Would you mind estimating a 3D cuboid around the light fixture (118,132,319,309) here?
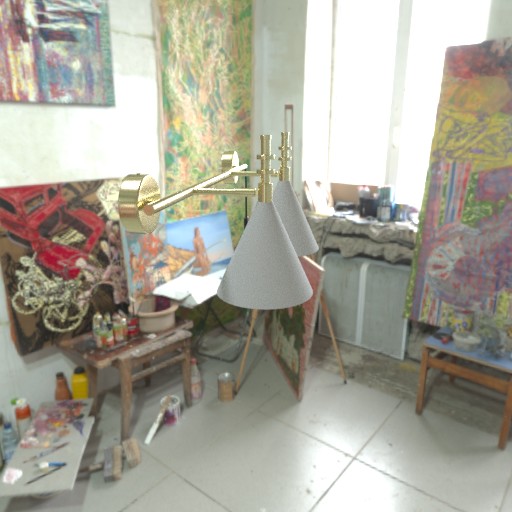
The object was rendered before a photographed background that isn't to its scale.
[{"bbox_3d":[0.000,0.000,0.876,0.239,0.468,0.642,3,17,9],"label":"light fixture"}]
